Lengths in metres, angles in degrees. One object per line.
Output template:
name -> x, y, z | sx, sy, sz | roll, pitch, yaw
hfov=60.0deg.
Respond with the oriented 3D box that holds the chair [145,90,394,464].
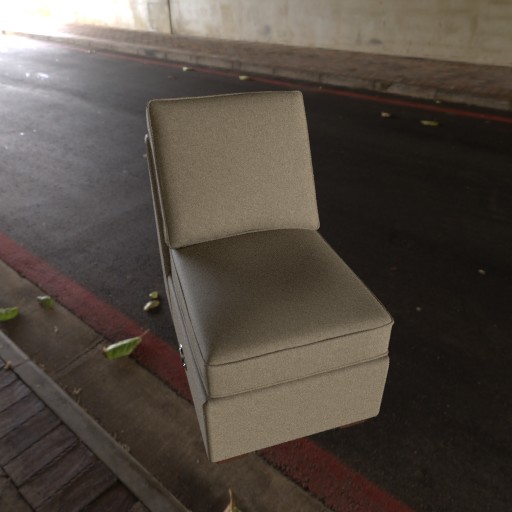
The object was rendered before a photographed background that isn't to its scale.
chair -> 0.000, 0.000, 1.710 | 0.674, 1.058, 1.020 | -10, 33, -15
